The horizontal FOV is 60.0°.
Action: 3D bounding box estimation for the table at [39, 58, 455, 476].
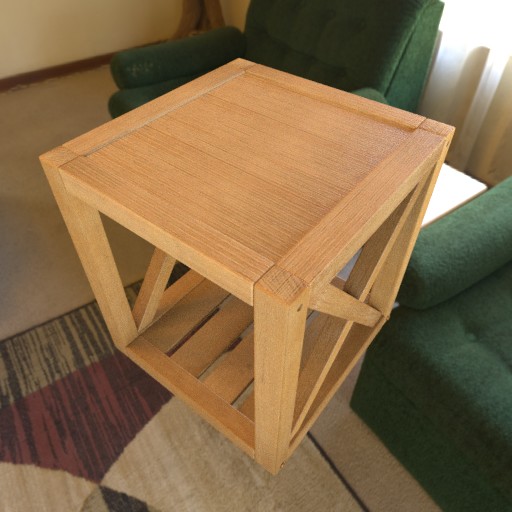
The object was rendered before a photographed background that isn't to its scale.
[{"bbox_3d":[0.000,0.000,1.037,0.558,0.610,0.559,29,52,26],"label":"table"}]
